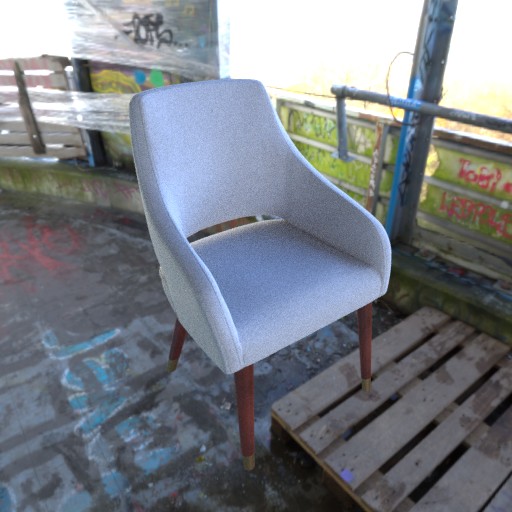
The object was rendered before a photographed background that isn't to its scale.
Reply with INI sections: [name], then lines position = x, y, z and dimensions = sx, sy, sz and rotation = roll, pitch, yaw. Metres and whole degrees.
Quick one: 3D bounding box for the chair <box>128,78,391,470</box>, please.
[chair]
position = 0.000, 0.000, 1.299
dimensions = 0.609, 0.889, 0.600
rotation = -20, 36, -31
